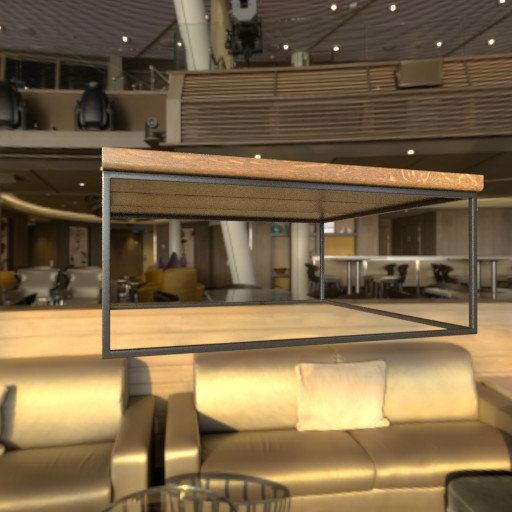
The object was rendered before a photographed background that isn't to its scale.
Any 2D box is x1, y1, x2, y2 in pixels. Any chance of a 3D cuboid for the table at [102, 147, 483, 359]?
[{"bbox_3d":[0.000,0.000,1.392,0.900,0.400,0.900,0,0,-18],"label":"table"}]
